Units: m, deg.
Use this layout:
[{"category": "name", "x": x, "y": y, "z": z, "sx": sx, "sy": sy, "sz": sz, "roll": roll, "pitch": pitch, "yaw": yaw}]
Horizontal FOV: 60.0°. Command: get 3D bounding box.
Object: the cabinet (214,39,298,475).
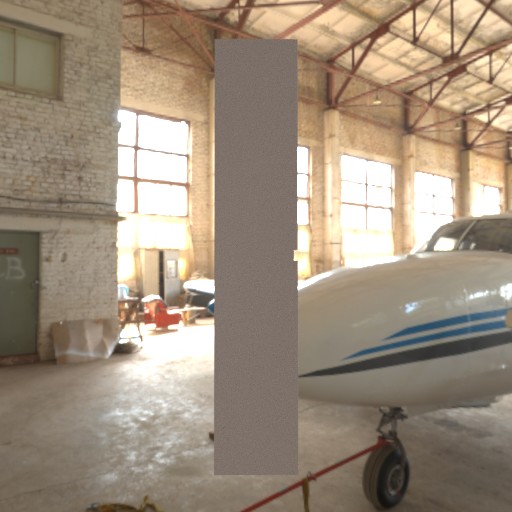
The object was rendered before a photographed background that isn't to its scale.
[{"category": "cabinet", "x": 0.000, "y": 0.000, "z": 1.573, "sx": 0.269, "sy": 1.400, "sz": 0.300, "roll": 0, "pitch": -1, "yaw": 0}]
